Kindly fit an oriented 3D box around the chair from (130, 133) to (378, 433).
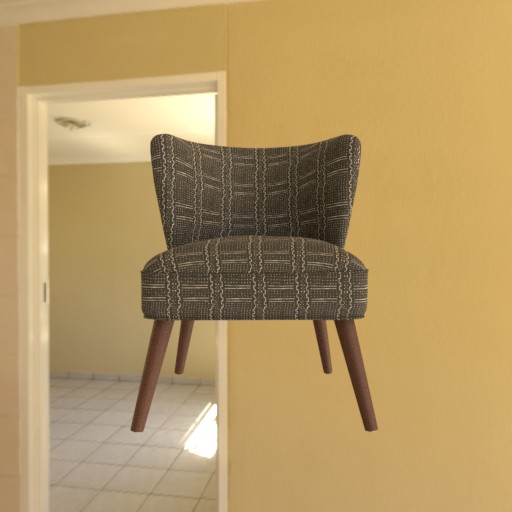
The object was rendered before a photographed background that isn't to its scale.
[{"bbox_3d":[0.000,0.000,1.454,0.710,0.866,0.758,0,0,-1],"label":"chair"}]
